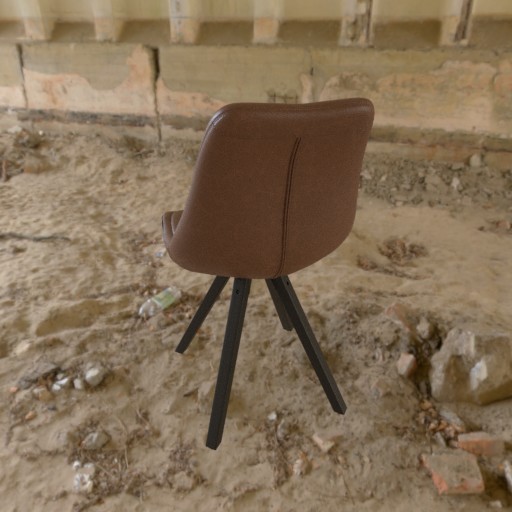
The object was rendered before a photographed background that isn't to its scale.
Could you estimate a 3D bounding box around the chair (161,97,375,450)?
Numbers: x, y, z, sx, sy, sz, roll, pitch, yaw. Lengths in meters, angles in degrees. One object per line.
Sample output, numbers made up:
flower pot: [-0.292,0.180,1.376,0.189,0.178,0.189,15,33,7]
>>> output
chair: [0.000,0.000,1.186,0.475,0.850,0.550,-9,27,-17]
